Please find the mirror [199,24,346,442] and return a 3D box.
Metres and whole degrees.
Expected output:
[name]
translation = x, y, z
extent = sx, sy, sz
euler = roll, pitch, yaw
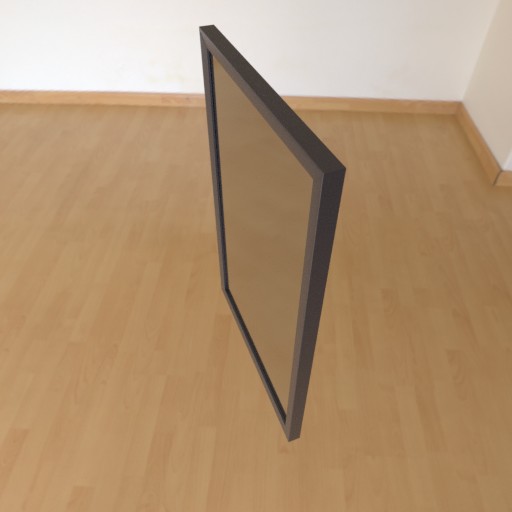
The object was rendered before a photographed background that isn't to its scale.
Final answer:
[mirror]
translation = 0.000, 0.000, 1.133
extent = 0.040, 0.915, 0.609
euler = -16, 48, -15
